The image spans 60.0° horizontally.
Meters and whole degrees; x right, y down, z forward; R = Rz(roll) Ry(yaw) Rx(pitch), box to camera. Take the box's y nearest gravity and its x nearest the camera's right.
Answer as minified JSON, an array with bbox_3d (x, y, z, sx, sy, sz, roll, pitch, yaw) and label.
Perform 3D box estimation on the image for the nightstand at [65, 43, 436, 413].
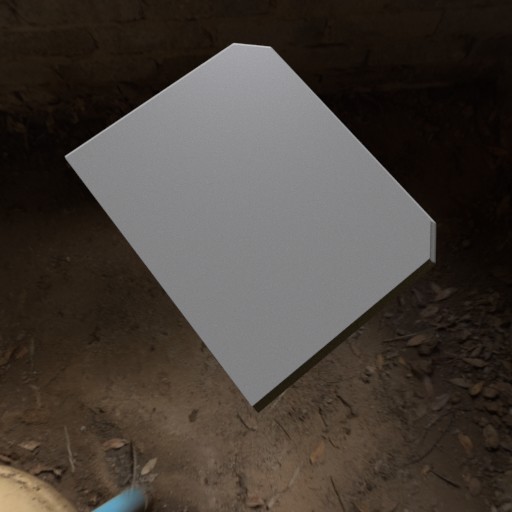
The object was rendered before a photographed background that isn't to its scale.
[{"bbox_3d":[0.000,0.000,0.941,0.350,0.680,0.450,-38,79,-9],"label":"nightstand"}]
